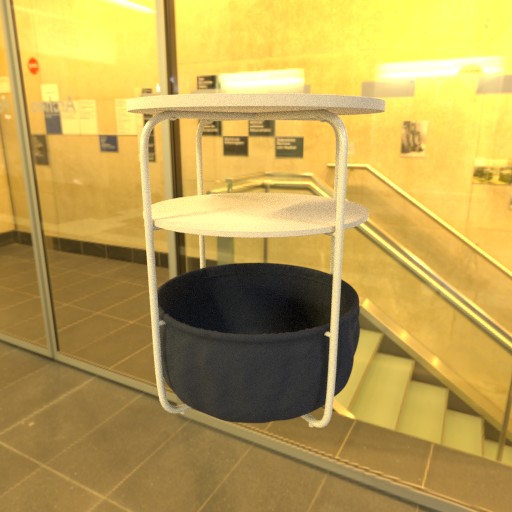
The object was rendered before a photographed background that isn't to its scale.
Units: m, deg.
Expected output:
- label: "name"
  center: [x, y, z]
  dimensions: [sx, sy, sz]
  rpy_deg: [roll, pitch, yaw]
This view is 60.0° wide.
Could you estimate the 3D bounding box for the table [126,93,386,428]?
- label: "table"
  center: [0.000, 0.000, 0.815]
  dimensions: [0.418, 0.532, 0.418]
  rpy_deg: [3, 16, 9]
